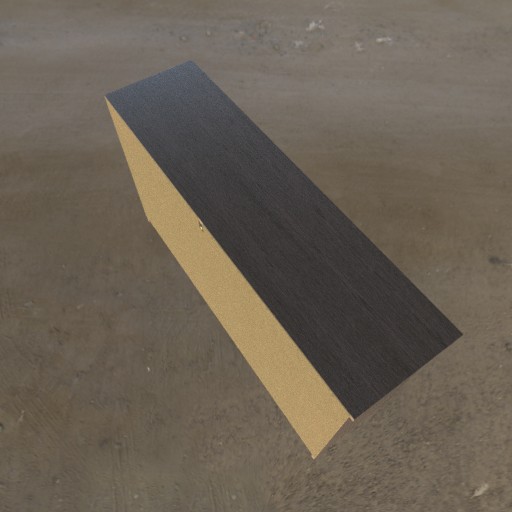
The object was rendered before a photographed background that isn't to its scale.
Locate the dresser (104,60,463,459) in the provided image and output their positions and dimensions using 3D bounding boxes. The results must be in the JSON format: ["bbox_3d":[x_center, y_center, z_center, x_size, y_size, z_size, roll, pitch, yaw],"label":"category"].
[{"bbox_3d":[0.000,0.000,1.683,0.401,0.755,1.360,-30,63,-17],"label":"dresser"}]
